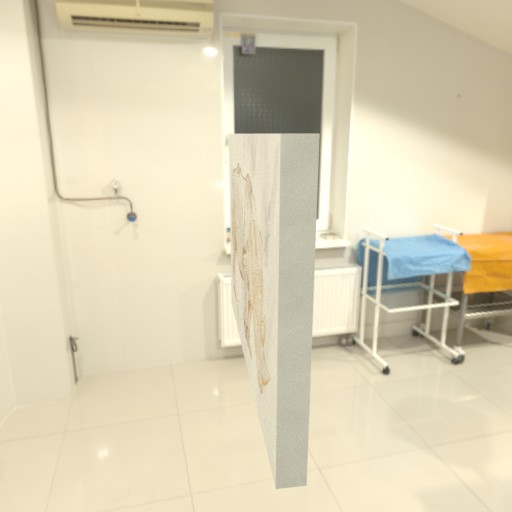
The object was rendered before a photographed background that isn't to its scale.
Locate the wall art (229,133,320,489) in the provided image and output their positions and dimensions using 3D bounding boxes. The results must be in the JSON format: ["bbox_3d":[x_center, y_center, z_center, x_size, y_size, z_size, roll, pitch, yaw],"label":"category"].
[{"bbox_3d":[0.000,0.000,0.766,0.038,0.407,0.609,-2,16,-8],"label":"wall art"}]
